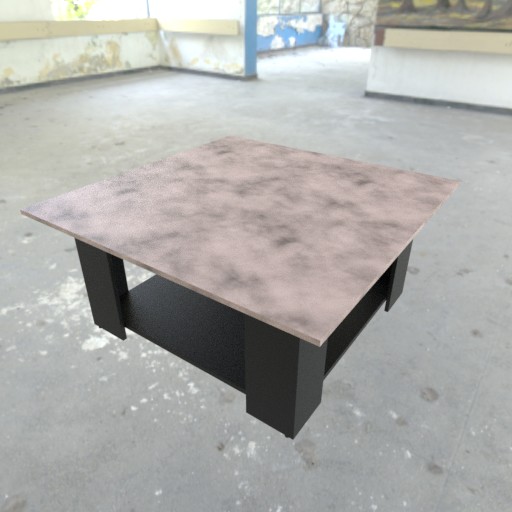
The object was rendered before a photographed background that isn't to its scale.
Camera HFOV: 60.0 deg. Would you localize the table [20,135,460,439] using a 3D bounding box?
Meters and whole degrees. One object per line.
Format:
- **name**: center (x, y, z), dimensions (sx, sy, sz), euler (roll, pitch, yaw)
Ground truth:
- **table**: center (0.000, 0.000, 1.021), dimensions (0.670, 0.305, 0.670), euler (20, 36, 30)
